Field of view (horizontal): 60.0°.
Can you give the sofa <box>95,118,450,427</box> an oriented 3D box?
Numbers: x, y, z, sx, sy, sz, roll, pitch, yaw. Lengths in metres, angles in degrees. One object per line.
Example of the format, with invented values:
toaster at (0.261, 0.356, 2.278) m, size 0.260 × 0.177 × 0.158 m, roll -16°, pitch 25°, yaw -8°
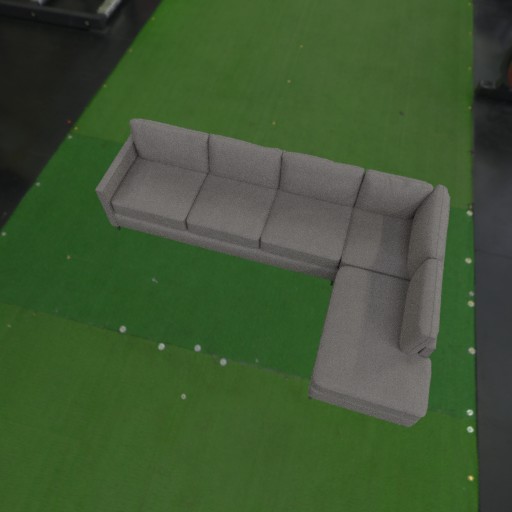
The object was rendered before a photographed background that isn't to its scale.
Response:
sofa at (0.000, 0.000, 4.163) m, size 3.331 × 0.964 × 2.077 m, roll 15°, pitch 59°, yaw 9°
